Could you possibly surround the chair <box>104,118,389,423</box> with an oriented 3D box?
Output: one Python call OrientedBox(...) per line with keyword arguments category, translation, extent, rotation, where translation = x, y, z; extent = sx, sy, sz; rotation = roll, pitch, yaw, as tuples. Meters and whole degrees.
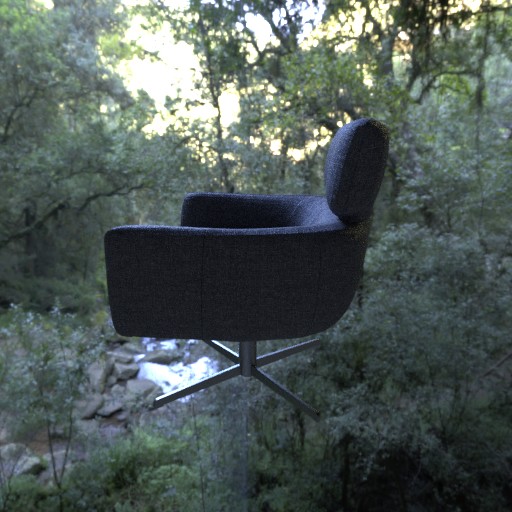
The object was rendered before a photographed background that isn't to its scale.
OrientedBox(category="chair", translation=(0.000, 0.000, 1.370), extent=(0.715, 0.812, 0.706), rotation=(2, 16, 8))
